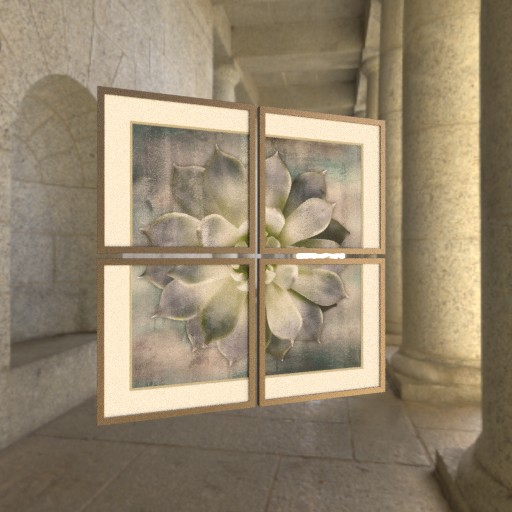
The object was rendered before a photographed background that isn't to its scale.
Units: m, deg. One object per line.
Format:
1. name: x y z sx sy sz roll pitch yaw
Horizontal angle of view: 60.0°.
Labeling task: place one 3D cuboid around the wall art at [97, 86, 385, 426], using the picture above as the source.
1. wall art: 0.000 0.000 1.528 1.032 1.032 0.030 0 0 -19
